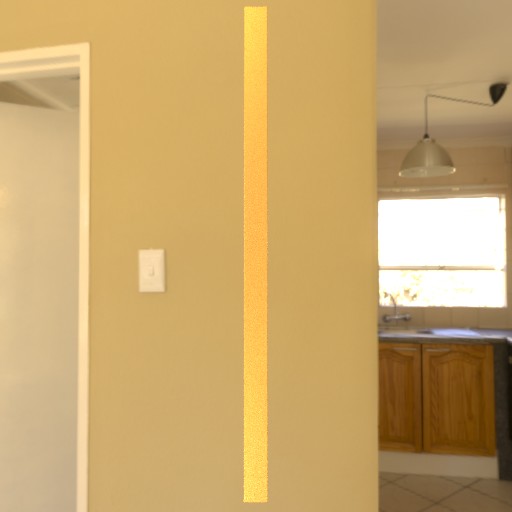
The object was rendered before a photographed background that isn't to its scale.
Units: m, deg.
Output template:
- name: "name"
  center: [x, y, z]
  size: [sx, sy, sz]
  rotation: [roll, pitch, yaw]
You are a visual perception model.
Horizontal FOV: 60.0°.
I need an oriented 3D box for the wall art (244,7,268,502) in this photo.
- name: "wall art"
  center: [0.000, 0.000, 1.030]
  size: [0.038, 0.812, 0.610]
  rotation: [0, -2, 0]
